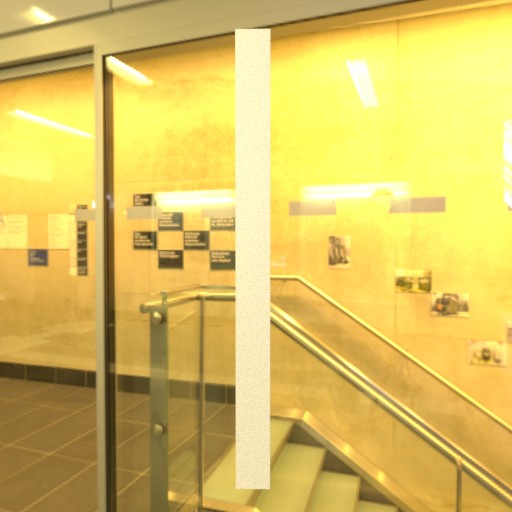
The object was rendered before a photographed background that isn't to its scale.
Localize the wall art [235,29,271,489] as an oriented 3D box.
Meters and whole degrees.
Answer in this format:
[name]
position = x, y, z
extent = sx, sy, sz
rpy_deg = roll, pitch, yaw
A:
[wall art]
position = 0.000, 0.000, 0.739
extent = 0.038, 0.505, 0.506
rpy_deg = 0, 2, 1
